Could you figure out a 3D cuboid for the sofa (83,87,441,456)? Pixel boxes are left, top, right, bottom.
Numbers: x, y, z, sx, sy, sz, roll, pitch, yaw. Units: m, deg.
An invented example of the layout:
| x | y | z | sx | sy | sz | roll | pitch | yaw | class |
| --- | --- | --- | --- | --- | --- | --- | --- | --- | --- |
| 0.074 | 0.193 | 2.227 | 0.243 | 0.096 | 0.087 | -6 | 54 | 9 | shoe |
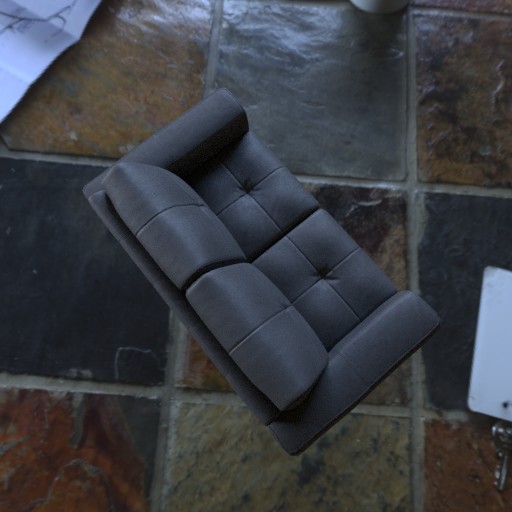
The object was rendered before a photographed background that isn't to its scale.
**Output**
| x | y | z | sx | sy | sz | roll | pitch | yaw | class |
| --- | --- | --- | --- | --- | --- | --- | --- | --- | --- |
| 0.000 | 0.000 | 2.384 | 1.018 | 0.907 | 1.806 | -39 | 79 | -9 | sofa |
